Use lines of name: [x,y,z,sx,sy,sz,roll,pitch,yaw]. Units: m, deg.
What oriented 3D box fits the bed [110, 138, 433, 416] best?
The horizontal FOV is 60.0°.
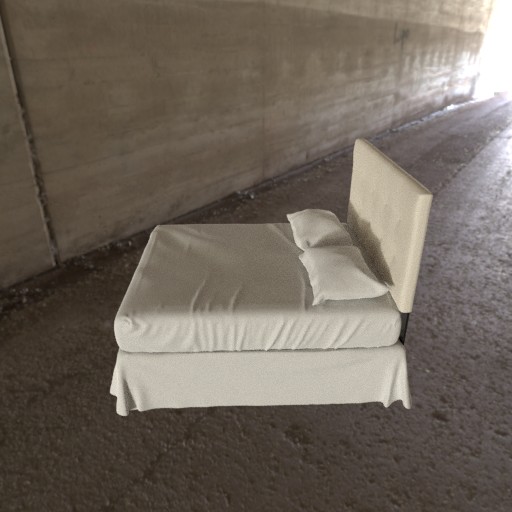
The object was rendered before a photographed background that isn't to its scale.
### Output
bed: [0.000,0.000,3.644,2.222,1.577,1.936,-1,26,-2]
